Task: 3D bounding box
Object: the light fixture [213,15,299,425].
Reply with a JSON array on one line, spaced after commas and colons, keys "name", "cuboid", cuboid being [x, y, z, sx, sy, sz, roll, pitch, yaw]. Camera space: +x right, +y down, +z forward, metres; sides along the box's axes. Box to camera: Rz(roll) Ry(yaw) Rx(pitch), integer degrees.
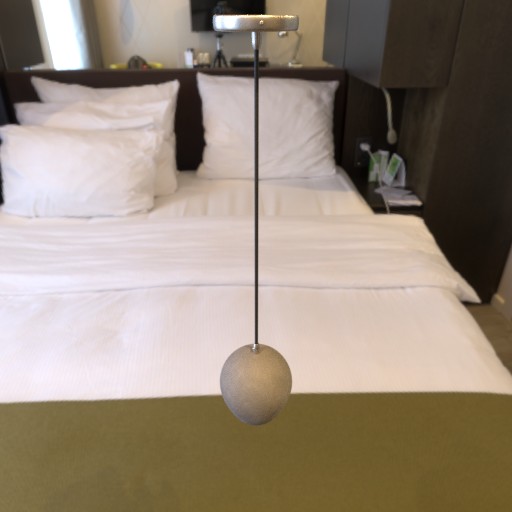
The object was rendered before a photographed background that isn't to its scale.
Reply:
[{"name": "light fixture", "cuboid": [0.000, 0.000, 0.796, 0.153, 0.760, 0.153, -18, 33, -30]}]
